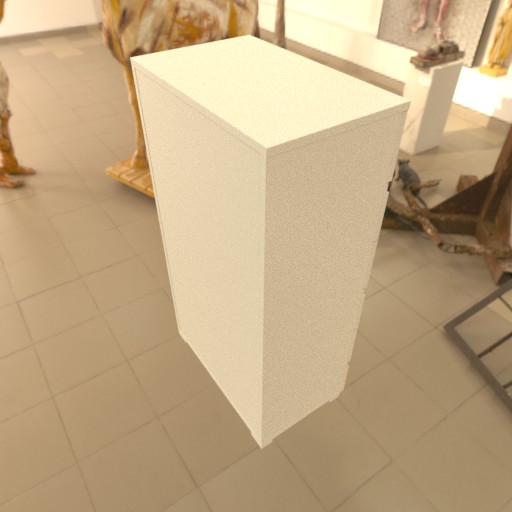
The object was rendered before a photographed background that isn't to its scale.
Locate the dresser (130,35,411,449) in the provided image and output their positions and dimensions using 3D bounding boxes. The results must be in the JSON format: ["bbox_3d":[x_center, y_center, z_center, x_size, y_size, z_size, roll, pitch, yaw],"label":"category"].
[{"bbox_3d":[0.000,0.000,1.502,0.400,1.190,0.650,-24,46,-25],"label":"dresser"}]
